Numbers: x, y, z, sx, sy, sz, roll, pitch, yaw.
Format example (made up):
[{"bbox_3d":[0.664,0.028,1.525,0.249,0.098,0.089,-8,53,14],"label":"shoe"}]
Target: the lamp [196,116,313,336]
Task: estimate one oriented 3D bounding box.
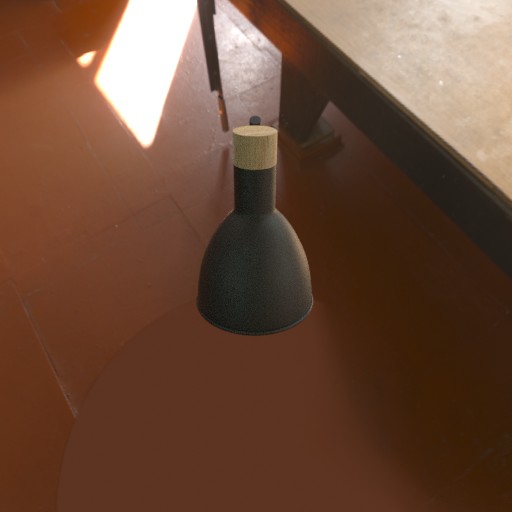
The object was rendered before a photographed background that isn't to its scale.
[{"bbox_3d":[0.000,0.000,0.604,0.152,0.483,0.287,0,64,0],"label":"lamp"}]
